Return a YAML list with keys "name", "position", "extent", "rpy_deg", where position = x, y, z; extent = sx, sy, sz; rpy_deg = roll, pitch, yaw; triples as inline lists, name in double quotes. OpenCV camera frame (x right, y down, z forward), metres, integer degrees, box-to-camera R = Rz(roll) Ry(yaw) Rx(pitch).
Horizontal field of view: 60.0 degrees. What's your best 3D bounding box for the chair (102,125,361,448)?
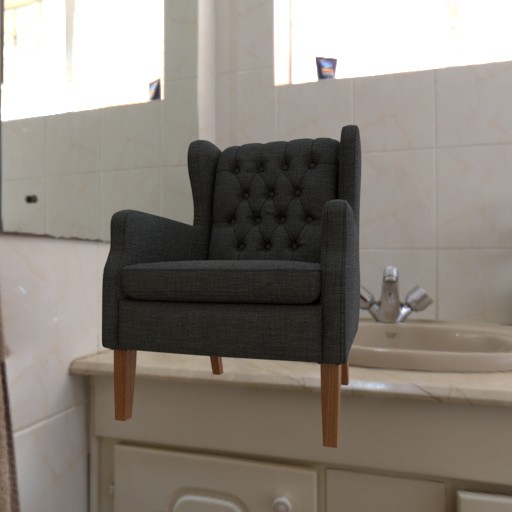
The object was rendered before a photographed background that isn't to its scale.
- name: "chair"
  position: [0.000, 0.000, 1.502]
  extent: [0.711, 0.953, 0.775]
  rpy_deg: [0, -2, 18]
